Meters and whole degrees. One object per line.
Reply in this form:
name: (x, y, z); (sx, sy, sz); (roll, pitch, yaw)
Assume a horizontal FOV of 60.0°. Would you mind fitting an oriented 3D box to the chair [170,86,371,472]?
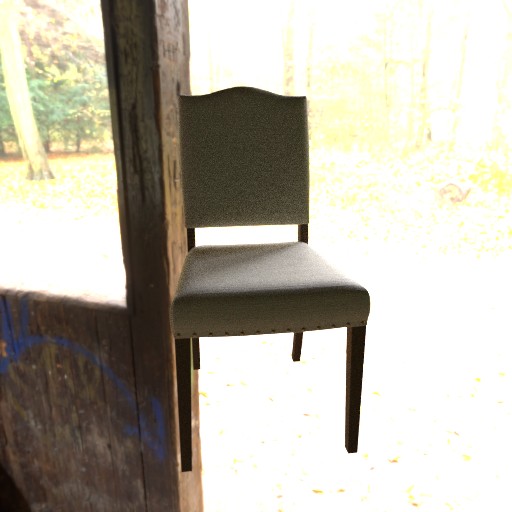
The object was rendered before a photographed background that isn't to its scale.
chair: (0.000, 0.000, 1.361); (0.508, 1.015, 0.619); (-3, 17, -8)
